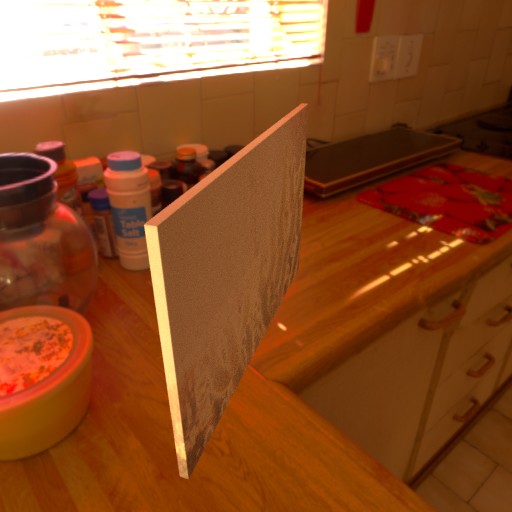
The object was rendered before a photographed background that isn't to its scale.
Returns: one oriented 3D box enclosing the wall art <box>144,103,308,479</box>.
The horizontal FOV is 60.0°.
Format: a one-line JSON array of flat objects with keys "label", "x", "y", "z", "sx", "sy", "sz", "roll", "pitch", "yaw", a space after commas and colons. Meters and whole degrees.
[{"label": "wall art", "x": 0.000, "y": 0.000, "z": 1.958, "sx": 0.038, "sy": 1.012, "sz": 1.525, "roll": 10, "pitch": 32, "yaw": 17}]
